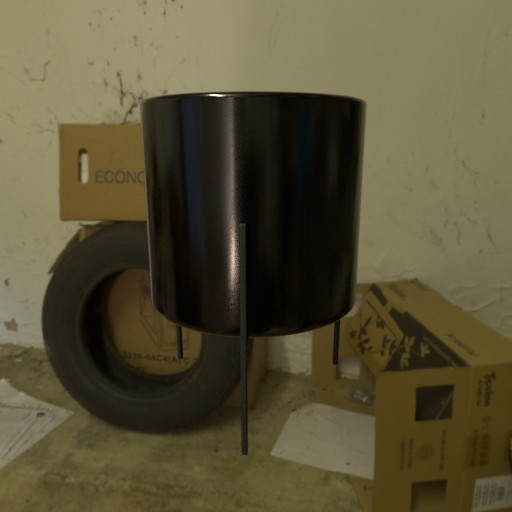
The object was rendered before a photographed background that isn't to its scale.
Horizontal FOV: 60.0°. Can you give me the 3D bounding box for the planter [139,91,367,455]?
[{"bbox_3d":[0.000,0.000,0.655,0.310,0.432,0.310,-3,15,-11],"label":"planter"}]
